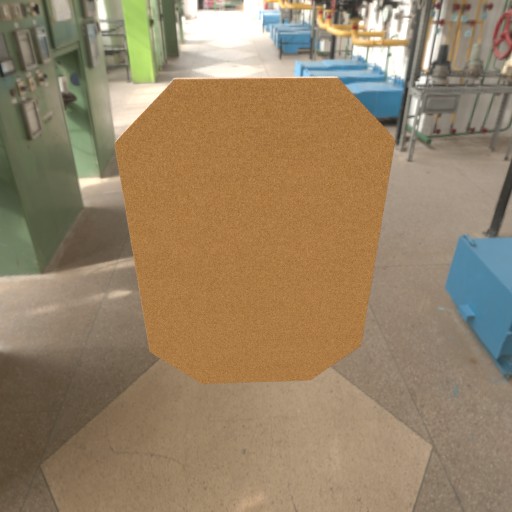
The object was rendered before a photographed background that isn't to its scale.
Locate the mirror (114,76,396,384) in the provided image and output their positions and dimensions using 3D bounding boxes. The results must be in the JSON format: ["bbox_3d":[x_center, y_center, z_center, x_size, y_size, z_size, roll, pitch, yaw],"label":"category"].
[{"bbox_3d":[0.000,0.000,1.330,0.709,1.015,0.061,-1,32,-2],"label":"mirror"}]
